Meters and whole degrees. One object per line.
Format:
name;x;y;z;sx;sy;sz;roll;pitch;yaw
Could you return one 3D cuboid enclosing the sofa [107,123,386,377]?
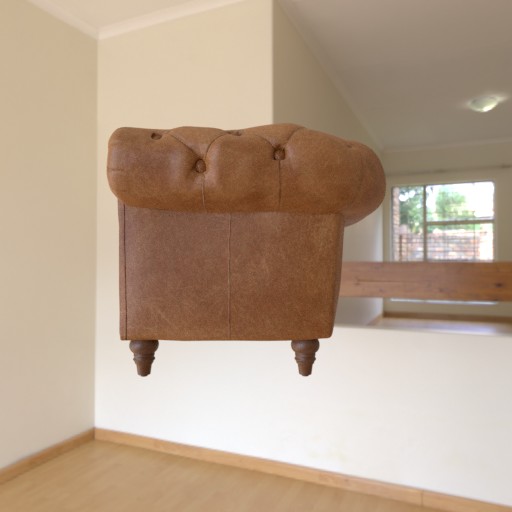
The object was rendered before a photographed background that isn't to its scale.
sofa;0.000;0.000;2.056;1.033;0.878;1.405;0;-1;-1
